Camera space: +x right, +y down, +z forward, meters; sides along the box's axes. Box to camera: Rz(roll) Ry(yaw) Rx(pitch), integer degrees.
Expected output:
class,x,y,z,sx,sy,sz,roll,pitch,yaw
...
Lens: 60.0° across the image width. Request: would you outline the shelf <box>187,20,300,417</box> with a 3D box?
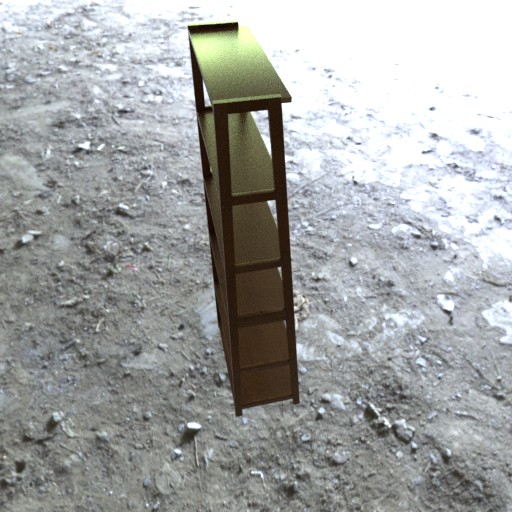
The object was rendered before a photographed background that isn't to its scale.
class,x,y,z,sx,sy,sz,roll,pitch,yaw
shelf,0.000,0.000,2.126,0.382,1.892,0.660,-9,46,-9
